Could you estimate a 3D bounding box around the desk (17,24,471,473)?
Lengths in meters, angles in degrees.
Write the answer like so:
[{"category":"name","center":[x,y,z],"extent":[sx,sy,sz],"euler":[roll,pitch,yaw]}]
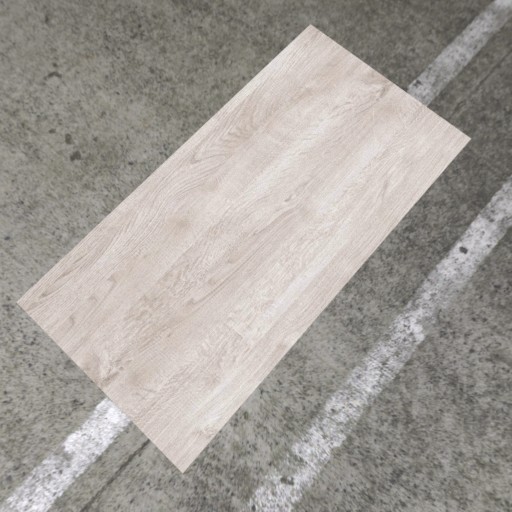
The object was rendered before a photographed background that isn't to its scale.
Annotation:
[{"category":"desk","center":[0.000,0.000,1.476],"extent":[0.560,0.735,1.097],"euler":[41,78,11]}]
